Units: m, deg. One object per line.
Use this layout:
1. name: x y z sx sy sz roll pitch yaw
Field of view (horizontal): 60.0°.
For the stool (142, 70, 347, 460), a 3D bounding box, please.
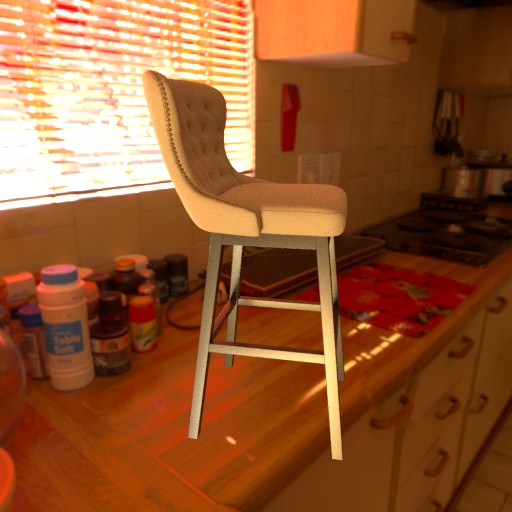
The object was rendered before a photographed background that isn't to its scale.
1. stool: 0.000 0.000 1.396 0.605 1.066 0.528 3 17 11
